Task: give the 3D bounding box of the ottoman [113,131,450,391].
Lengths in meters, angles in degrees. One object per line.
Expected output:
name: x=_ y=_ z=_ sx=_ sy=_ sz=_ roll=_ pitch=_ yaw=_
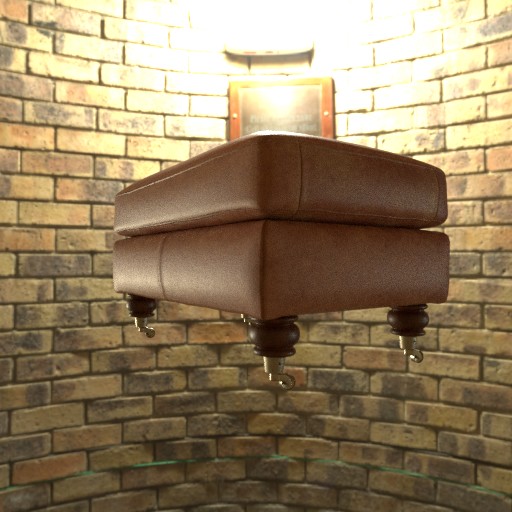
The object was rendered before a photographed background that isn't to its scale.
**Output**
ottoman: x=0.000 y=0.000 z=1.210 sx=0.565 sy=0.507 sz=0.852 roll=1 pitch=-1 yaw=-35
